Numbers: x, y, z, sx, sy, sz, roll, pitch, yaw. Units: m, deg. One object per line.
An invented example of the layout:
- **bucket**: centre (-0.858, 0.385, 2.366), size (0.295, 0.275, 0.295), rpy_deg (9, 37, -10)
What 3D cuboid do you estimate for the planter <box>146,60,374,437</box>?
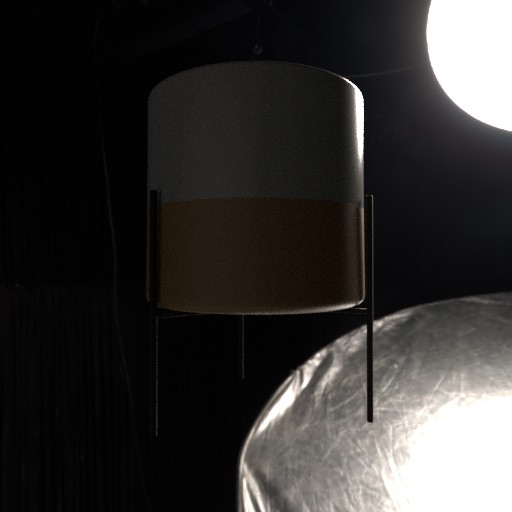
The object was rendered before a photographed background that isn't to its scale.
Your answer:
- **planter**: centre (0.000, 0.000, 0.630), size (0.310, 0.432, 0.310), rpy_deg (0, -1, 36)
